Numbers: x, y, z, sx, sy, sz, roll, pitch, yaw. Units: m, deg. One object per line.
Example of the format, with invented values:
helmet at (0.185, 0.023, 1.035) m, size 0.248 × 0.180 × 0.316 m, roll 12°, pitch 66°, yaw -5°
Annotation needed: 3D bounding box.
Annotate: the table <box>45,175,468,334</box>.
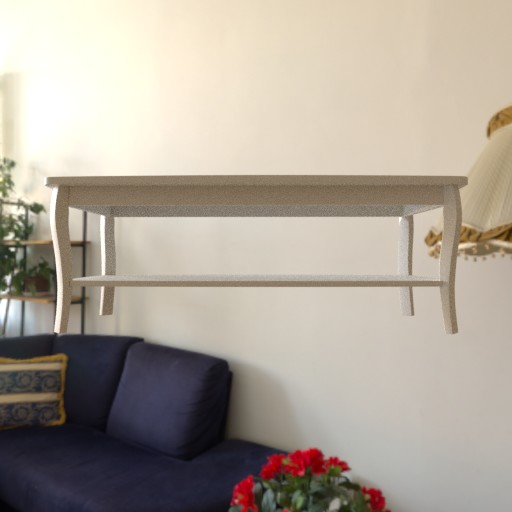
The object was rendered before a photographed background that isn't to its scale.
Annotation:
table at (0.000, 0.000, 1.574) m, size 1.334 × 0.474 × 0.561 m, roll 0°, pitch 0°, yaw 1°
